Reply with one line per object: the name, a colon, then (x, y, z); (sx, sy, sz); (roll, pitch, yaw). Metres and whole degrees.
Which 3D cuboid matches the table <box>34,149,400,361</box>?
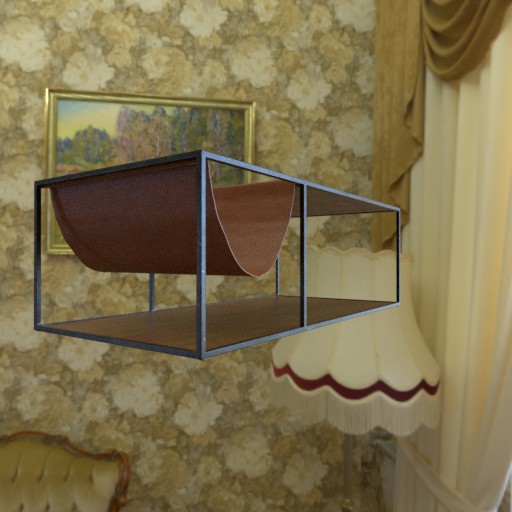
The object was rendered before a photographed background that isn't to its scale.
table: (0.000, 0.000, 1.495); (0.597, 0.403, 1.199); (0, 0, 35)
